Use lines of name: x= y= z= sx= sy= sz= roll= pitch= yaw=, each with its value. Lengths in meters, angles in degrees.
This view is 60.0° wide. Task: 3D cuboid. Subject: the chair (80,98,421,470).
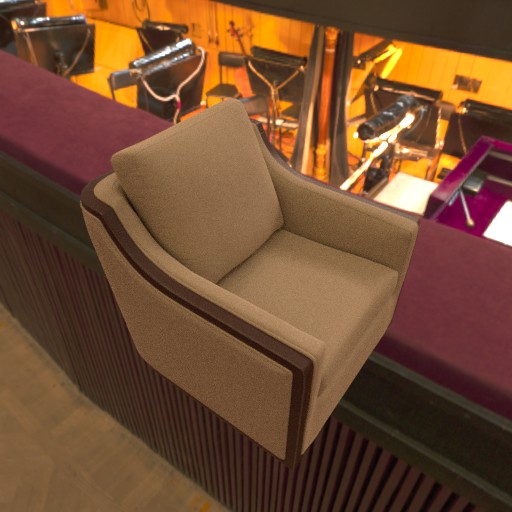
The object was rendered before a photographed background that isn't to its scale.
chair: x=0.000 y=0.000 z=1.689 sx=0.950 sy=0.930 sz=0.870 roll=26 pitch=47 yaw=27
